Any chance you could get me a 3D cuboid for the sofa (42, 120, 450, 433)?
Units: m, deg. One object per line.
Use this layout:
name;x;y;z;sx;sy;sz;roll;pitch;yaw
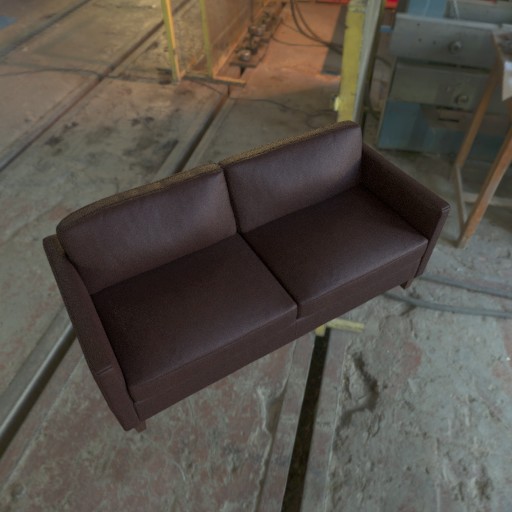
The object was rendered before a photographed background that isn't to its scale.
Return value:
sofa;0.000;0.000;2.456;1.971;0.863;0.923;-23;51;-21
